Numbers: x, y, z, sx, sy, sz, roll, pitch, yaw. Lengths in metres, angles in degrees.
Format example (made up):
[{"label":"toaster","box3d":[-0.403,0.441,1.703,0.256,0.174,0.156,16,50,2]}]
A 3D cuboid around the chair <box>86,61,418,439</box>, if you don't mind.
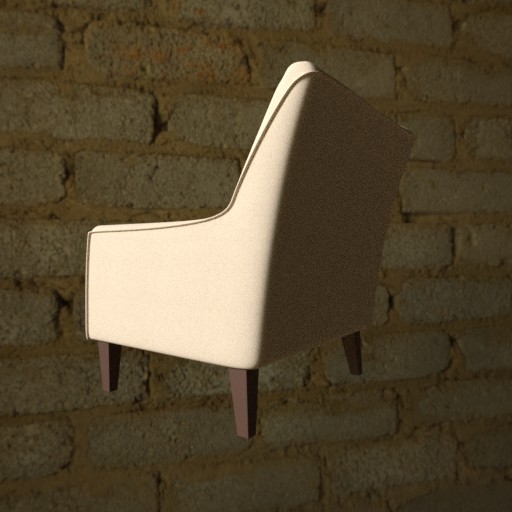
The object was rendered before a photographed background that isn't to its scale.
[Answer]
[{"label":"chair","box3d":[0.000,0.000,1.564,0.899,0.919,0.780,1,1,36]}]
